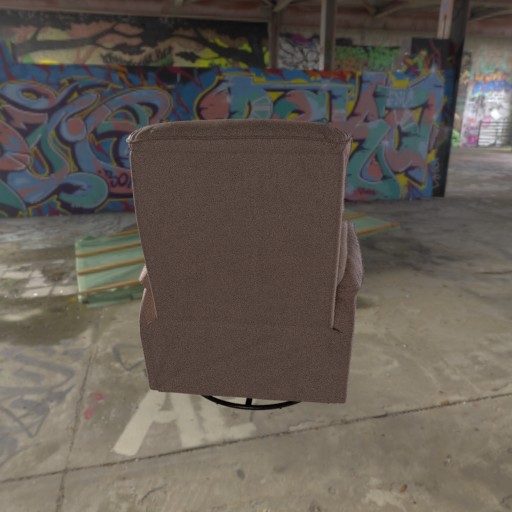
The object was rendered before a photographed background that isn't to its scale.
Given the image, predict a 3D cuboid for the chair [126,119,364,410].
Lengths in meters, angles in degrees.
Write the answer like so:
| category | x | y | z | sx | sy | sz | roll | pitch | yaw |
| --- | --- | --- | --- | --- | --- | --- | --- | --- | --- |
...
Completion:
| category | x | y | z | sx | sy | sz | roll | pitch | yaw |
| --- | --- | --- | --- | --- | --- | --- | --- | --- | --- |
| chair | 0.000 | 0.000 | 1.742 | 0.820 | 1.037 | 1.004 | 2 | 18 | 6 |
